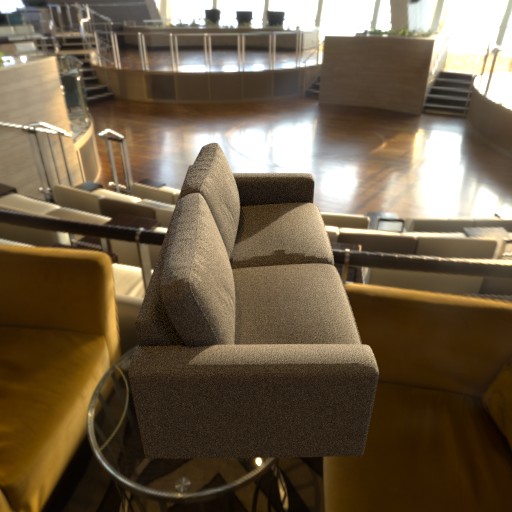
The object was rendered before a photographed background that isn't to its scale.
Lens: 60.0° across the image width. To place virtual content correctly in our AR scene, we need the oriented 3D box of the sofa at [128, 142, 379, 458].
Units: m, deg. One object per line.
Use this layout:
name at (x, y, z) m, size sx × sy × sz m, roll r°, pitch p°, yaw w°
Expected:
sofa at (0.000, 0.000, 2.698) m, size 1.016 × 0.873 × 2.179 m, roll 0°, pitch 31°, yaw -1°
